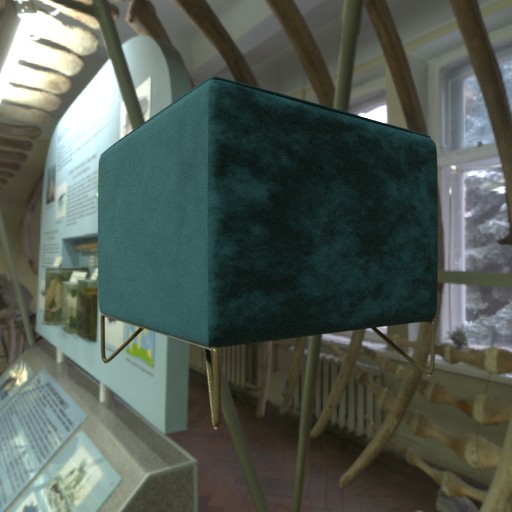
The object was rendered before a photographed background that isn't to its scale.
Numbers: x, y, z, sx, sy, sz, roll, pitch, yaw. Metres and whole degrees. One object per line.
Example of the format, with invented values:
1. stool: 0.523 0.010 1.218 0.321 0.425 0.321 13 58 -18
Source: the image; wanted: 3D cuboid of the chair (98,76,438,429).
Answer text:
1. chair: 0.000 0.000 1.565 0.880 0.790 0.894 1 -1 -35
